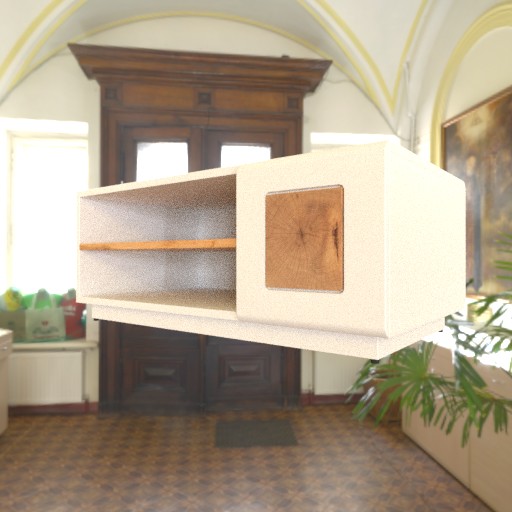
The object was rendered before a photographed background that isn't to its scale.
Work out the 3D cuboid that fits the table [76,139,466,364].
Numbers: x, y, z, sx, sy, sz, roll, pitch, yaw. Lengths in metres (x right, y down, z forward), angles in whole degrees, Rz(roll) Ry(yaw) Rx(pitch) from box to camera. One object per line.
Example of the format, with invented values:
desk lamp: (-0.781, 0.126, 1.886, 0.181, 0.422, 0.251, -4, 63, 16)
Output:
table: (0.000, 0.000, 1.412, 1.097, 0.442, 0.639, 0, 0, 38)
